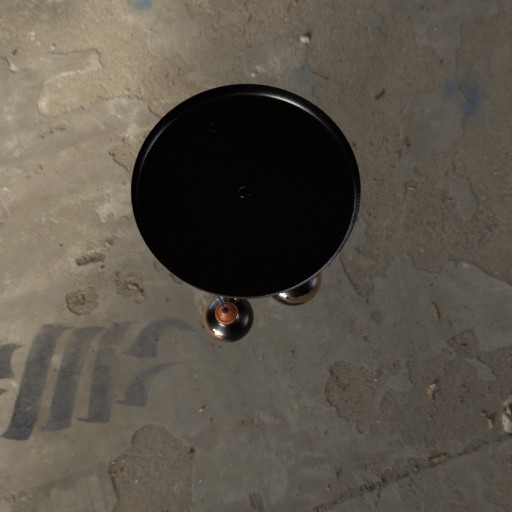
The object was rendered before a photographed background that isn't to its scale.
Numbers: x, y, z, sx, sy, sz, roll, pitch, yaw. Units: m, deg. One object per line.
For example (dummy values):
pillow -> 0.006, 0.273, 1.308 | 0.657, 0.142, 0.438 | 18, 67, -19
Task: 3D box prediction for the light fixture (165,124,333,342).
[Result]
light fixture -> 0.000, 0.000, 1.757 | 0.605, 1.410, 0.608 | 1, 76, 0
